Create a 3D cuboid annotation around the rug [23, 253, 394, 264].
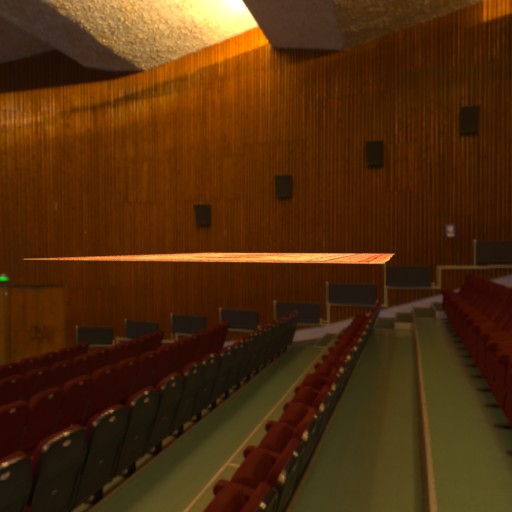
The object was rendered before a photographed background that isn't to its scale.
[{"bbox_3d":[0.000,0.000,4.192,2.460,0.005,3.067,0,1,18],"label":"rug"}]
